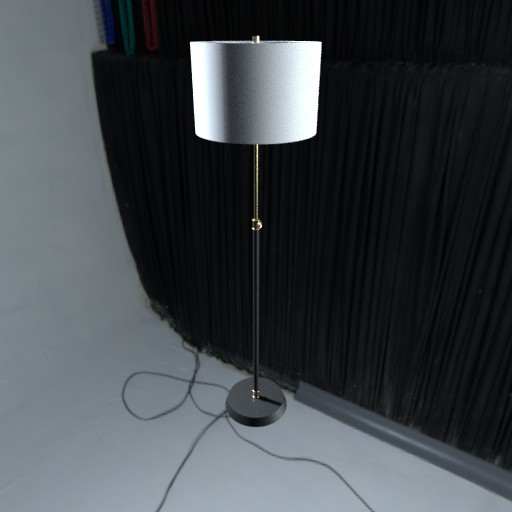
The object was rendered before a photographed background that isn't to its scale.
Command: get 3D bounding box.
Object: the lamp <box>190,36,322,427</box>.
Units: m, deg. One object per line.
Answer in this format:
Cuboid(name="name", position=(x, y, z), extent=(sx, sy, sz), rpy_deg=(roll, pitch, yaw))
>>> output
Cuboid(name="lamp", position=(0.000, 0.000, 1.708), extent=(0.404, 1.517, 0.404), rpy_deg=(17, 31, 30))
